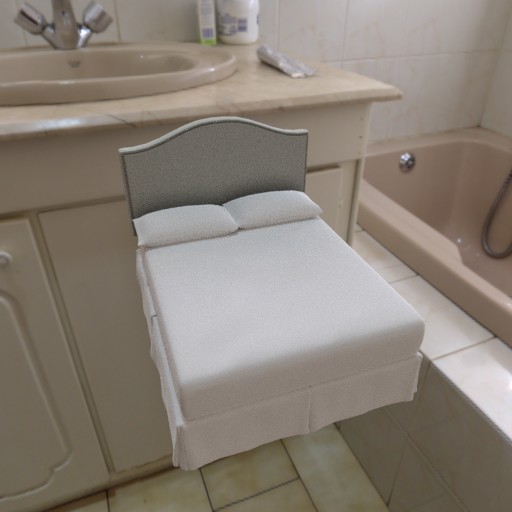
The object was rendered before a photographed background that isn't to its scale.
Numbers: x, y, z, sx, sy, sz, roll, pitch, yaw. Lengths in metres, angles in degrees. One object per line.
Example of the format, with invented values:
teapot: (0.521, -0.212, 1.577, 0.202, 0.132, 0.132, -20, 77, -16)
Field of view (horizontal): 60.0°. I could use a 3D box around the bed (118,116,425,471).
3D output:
bed: (0.000, 0.000, 3.438, 1.813, 1.607, 2.180, -11, 34, -16)
